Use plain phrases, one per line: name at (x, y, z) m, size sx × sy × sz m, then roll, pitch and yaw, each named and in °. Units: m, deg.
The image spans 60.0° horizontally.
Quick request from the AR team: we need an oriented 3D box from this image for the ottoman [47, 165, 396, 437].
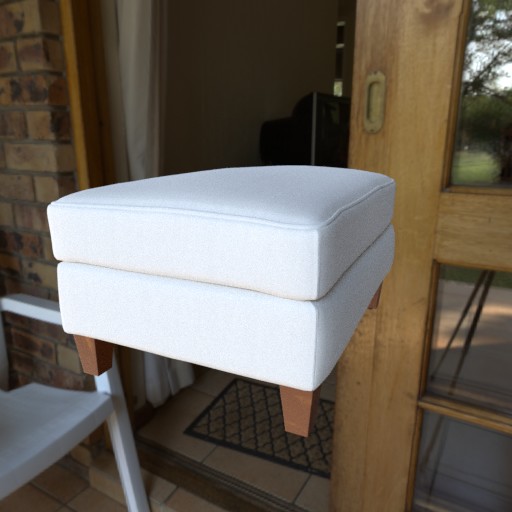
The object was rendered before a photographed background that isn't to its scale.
ottoman at (0.000, 0.000, 1.205) m, size 0.634 × 0.479 × 0.818 m, roll 7°, pitch 17°, yaw 24°
